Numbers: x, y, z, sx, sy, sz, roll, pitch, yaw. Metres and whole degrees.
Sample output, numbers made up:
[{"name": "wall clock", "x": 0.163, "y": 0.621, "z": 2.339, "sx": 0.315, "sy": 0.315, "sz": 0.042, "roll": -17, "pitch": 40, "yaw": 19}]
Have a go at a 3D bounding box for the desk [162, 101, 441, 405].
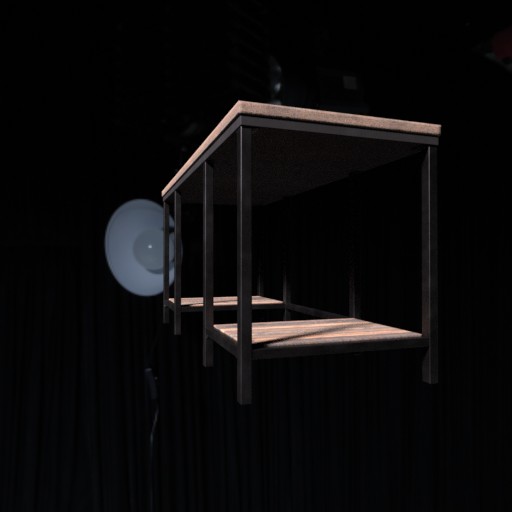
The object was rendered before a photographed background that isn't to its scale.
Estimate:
[{"name": "desk", "x": 0.000, "y": 0.000, "z": 1.921, "sx": 0.617, "sy": 0.753, "sz": 1.538, "roll": 0, "pitch": -1, "yaw": -19}]
